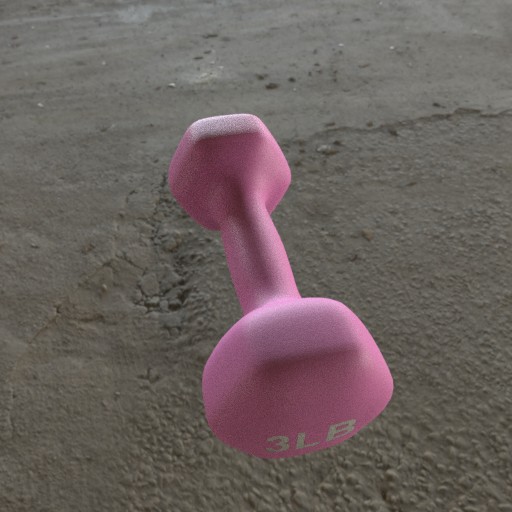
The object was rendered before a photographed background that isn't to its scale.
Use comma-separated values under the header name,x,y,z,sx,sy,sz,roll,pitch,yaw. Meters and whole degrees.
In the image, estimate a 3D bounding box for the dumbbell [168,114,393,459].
name,x,y,z,sx,sy,sz,roll,pitch,yaw
dumbbell,0.000,0.000,0.190,0.064,0.058,0.159,-9,47,-9
